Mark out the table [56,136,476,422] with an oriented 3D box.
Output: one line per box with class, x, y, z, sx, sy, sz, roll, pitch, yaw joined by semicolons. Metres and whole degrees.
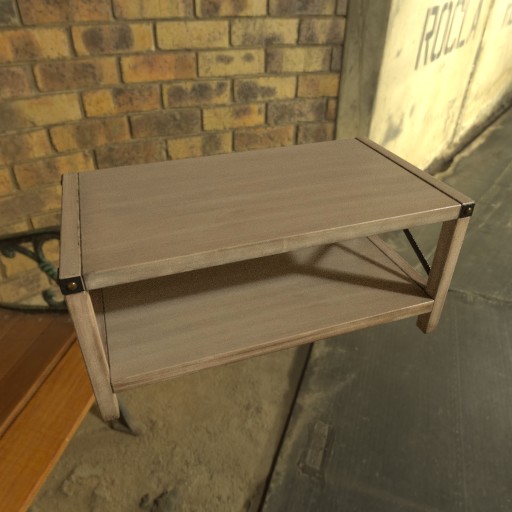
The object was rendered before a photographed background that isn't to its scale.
table;0.000;0.000;1.332;1.016;0.456;0.559;-11;35;-16
